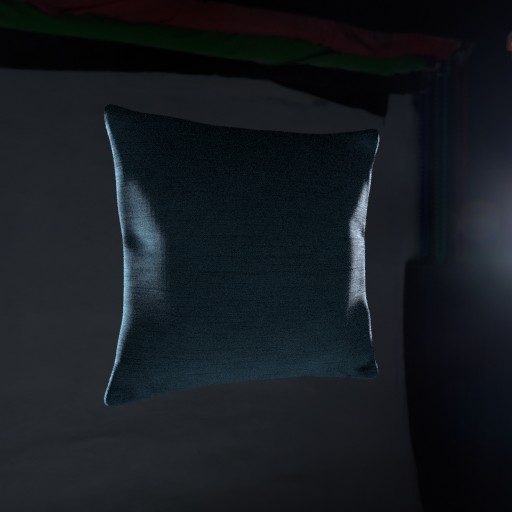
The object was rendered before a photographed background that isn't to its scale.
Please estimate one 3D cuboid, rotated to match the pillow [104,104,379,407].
[{"bbox_3d":[0.000,0.000,0.665,0.433,0.415,0.151,0,1,-18],"label":"pillow"}]
